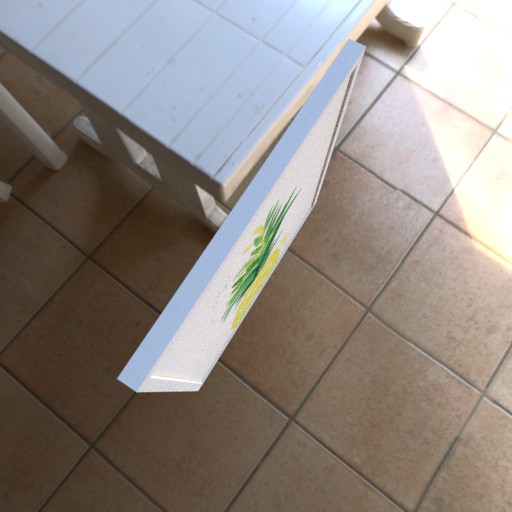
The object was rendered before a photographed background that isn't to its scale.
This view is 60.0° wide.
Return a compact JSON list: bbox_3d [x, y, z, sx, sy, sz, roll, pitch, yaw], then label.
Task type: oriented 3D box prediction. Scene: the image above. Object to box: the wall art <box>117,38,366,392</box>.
[{"bbox_3d":[0.000,0.000,1.144,0.038,0.761,0.763,31,76,9],"label":"wall art"}]
